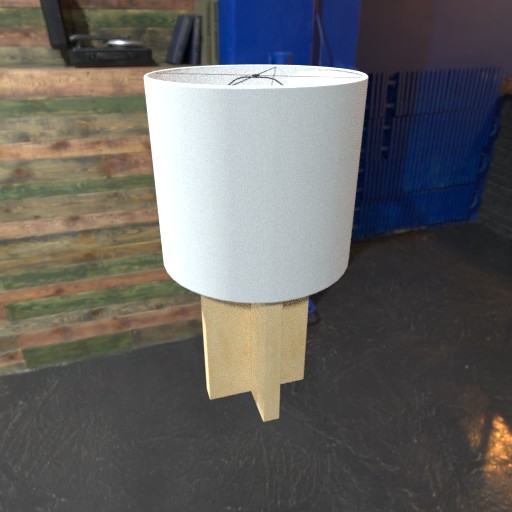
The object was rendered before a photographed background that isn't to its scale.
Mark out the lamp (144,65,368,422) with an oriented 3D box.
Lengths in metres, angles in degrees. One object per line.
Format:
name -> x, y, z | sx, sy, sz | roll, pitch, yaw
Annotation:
lamp -> 0.000, 0.000, 0.559 | 0.229, 0.428, 0.229 | -8, 28, -15
